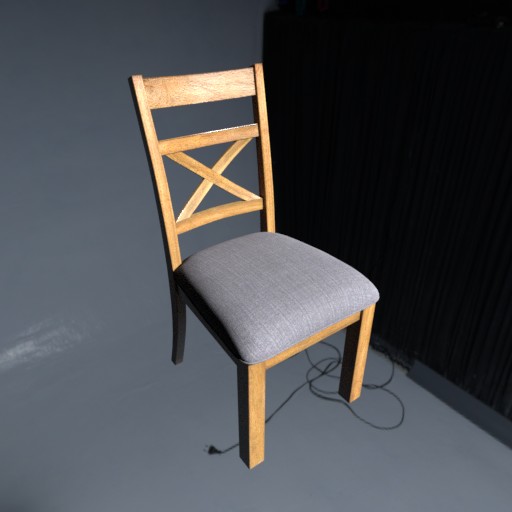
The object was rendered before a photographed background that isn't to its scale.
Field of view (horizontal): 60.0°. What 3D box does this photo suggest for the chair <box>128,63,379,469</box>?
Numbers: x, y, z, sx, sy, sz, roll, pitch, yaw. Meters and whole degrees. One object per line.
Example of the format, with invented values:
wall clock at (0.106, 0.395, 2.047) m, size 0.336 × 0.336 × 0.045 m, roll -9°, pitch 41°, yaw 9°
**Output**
chair at (0.000, 0.000, 1.276) m, size 0.470 × 0.949 × 0.581 m, roll -20°, pitch 36°, yaw -31°
